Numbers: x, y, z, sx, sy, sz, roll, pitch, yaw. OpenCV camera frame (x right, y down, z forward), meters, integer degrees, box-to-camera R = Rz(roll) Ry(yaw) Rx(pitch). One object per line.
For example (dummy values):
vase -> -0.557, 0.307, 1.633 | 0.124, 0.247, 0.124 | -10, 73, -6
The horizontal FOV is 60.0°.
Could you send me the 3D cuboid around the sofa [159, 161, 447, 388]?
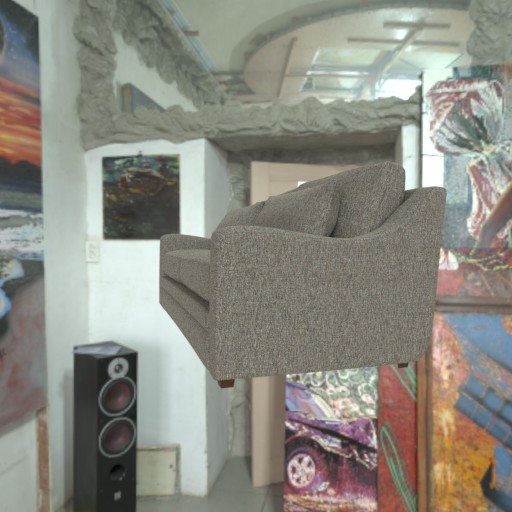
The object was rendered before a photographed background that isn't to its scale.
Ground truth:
sofa -> 0.000, 0.000, 3.015 | 1.103, 0.998, 2.418 | -1, 2, -18
